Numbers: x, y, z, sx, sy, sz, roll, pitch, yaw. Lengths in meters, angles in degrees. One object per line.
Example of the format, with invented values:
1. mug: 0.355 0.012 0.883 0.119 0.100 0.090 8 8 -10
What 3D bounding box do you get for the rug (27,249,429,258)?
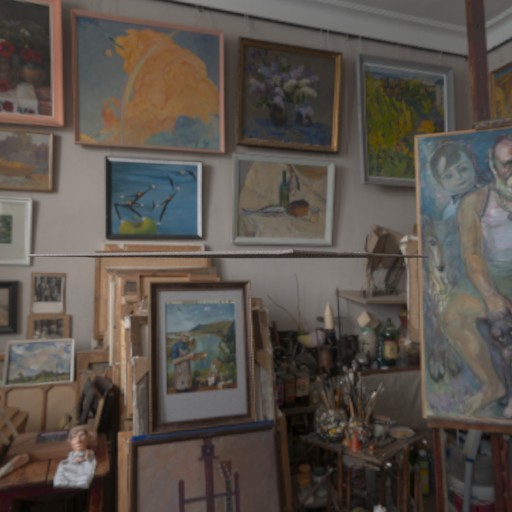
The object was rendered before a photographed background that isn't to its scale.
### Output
1. rug: 0.000 0.000 4.135 2.434 0.032 3.007 0 -1 33
